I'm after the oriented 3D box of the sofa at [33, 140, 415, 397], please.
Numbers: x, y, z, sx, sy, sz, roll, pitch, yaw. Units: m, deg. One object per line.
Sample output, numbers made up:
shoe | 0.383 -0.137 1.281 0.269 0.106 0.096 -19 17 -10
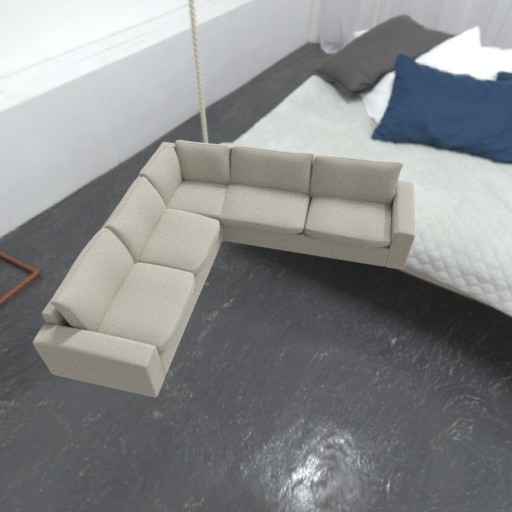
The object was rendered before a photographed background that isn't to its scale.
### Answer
sofa | 0.000 0.000 4.625 3.206 0.918 3.066 9 46 9
